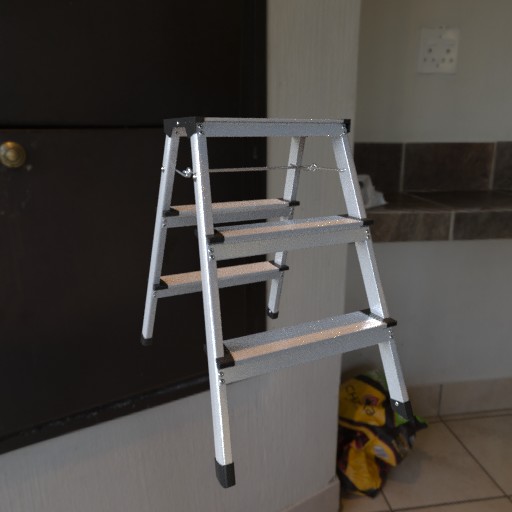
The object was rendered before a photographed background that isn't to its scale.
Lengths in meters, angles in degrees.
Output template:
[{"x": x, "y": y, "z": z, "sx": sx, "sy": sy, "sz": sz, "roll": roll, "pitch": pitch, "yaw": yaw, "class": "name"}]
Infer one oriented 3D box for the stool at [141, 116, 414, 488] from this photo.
[{"x": 0.000, "y": 0.000, "z": 1.023, "sx": 0.437, "sy": 0.605, "sz": 0.622, "roll": -8, "pitch": 17, "yaw": -26, "class": "stool"}]
